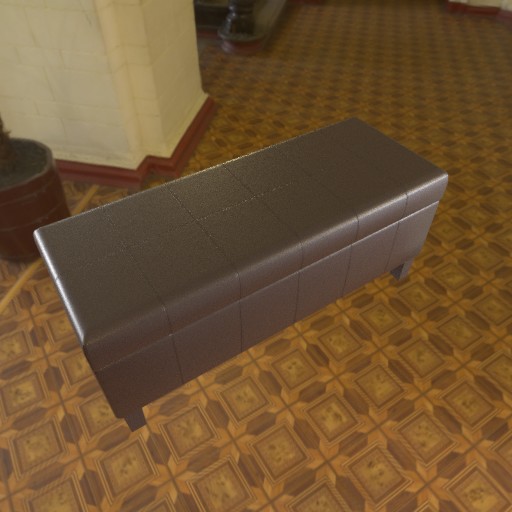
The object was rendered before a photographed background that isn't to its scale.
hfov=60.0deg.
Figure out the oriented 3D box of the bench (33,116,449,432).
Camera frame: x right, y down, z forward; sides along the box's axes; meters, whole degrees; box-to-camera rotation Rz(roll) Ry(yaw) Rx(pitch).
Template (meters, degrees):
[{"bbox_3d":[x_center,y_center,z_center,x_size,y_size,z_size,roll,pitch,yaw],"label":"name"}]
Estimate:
[{"bbox_3d":[0.000,0.000,1.357,1.092,0.457,0.429,-25,50,-22],"label":"bench"}]
